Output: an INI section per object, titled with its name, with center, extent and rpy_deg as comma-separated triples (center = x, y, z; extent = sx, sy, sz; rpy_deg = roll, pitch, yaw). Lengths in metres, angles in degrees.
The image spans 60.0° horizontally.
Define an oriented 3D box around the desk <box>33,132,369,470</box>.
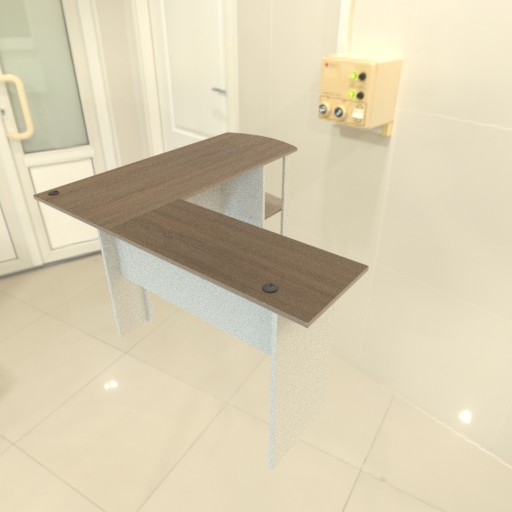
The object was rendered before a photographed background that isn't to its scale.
[desk]
center = 0.000, 0.000, 2.124
extent = 1.361, 0.716, 1.303
rpy_deg = 22, 37, 32
